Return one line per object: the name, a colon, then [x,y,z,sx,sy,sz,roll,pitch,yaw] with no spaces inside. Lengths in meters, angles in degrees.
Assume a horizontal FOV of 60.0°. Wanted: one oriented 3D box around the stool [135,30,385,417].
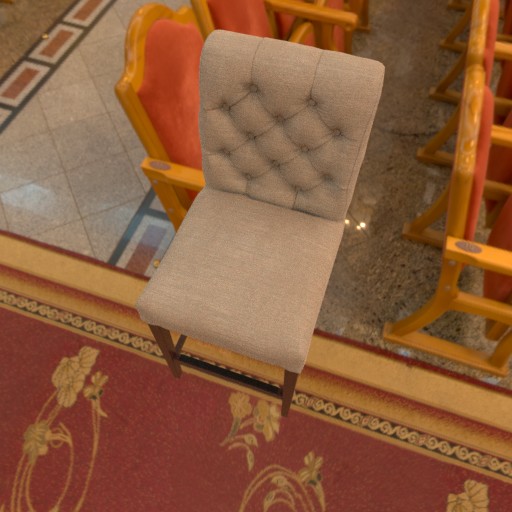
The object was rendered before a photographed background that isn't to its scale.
stool: [0.000,0.000,1.407,0.486,1.084,0.660,16,59,10]
